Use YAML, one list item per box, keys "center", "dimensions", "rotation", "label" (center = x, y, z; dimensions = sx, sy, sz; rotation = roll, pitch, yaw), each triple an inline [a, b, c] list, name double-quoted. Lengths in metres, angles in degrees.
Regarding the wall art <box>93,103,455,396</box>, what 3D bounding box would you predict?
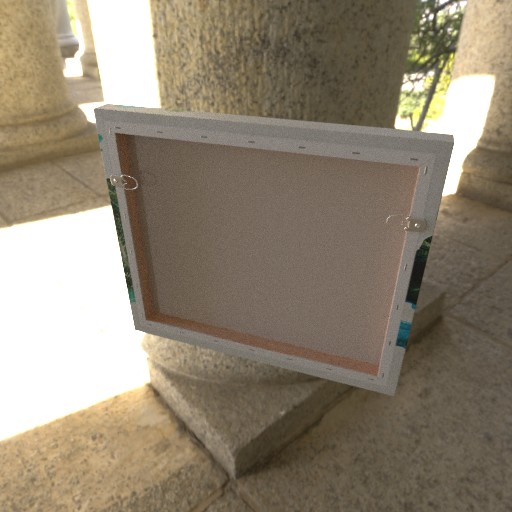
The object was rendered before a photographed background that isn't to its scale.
- center: [0.000, 0.000, 0.720]
  dimensions: [0.507, 0.435, 0.041]
  rotation: [10, 33, 16]
  label: "wall art"
